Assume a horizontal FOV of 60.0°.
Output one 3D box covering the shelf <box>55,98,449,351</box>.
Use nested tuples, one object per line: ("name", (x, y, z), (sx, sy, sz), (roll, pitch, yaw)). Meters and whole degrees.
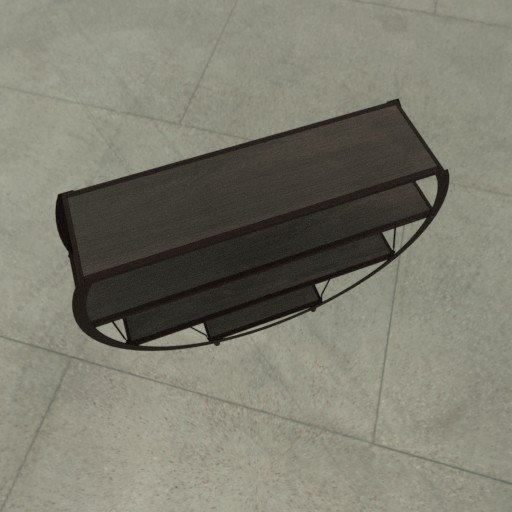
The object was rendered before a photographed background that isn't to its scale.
("shelf", (0.000, 0.000, 1.902), (1.403, 1.063, 0.344), (-18, 65, -9))
